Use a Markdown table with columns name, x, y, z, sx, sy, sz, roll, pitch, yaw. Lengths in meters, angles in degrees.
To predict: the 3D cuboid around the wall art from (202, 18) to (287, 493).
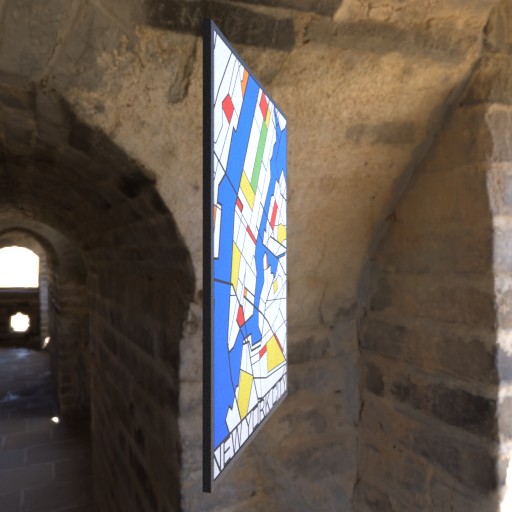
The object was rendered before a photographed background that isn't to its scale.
| name | x | y | z | sx | sy | sz | roll | pitch | yaw |
| --- | --- | --- | --- | --- | --- | --- | --- | --- | --- |
| wall art | 0.000 | 0.000 | 0.837 | 0.013 | 0.660 | 0.460 | 0 | 0 | 17 |
